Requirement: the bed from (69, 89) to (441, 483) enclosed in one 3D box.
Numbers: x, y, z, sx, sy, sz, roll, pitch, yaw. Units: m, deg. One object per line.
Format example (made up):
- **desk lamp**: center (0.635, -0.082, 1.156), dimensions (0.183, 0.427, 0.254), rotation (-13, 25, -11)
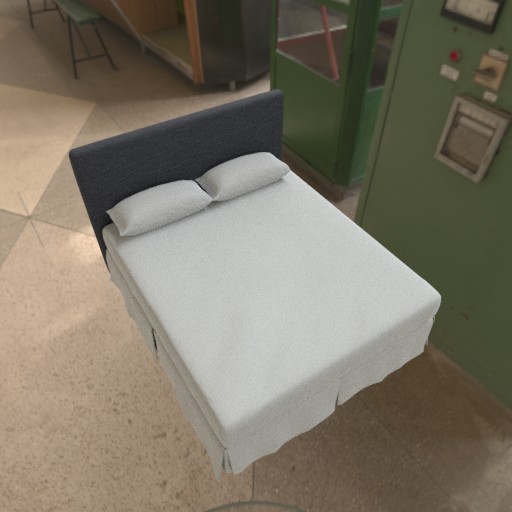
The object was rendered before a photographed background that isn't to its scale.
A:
- **bed**: center (0.000, 0.000, 3.280), dimensions (1.884, 1.330, 2.142), rotation (-25, 50, -22)
